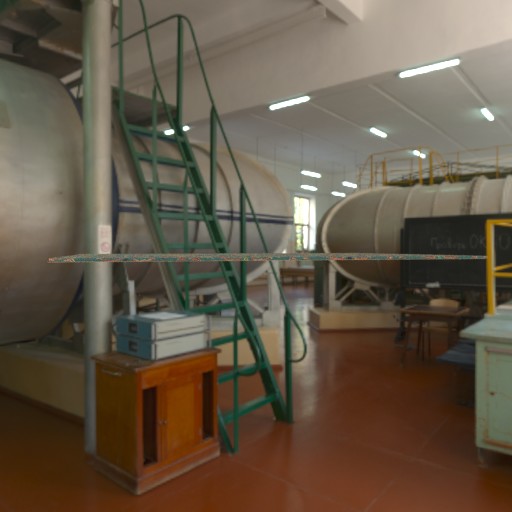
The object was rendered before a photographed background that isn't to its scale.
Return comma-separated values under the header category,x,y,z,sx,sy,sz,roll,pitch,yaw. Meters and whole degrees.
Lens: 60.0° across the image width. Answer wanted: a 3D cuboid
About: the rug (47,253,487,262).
category,x,y,z,sx,sy,sz,roll,pitch,yaw
rug,0.000,0.000,2.919,2.290,0.016,1.527,0,1,-16
